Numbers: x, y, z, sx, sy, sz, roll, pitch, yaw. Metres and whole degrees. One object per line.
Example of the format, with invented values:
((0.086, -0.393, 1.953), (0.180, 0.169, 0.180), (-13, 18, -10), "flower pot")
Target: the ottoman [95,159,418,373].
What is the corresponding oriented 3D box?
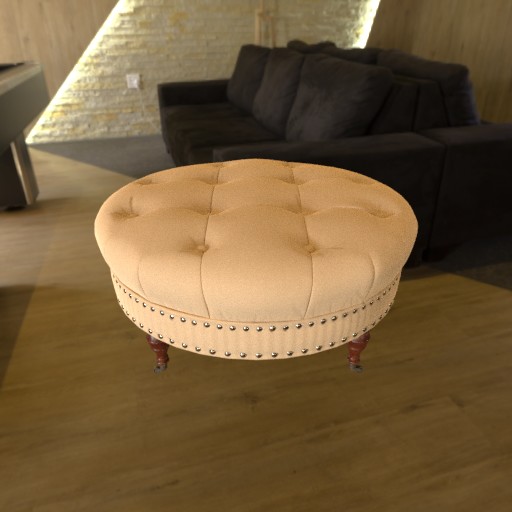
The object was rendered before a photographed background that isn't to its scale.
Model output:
((0.000, 0.000, 1.364), (0.901, 0.439, 0.901), (0, 28, 0), "ottoman")
